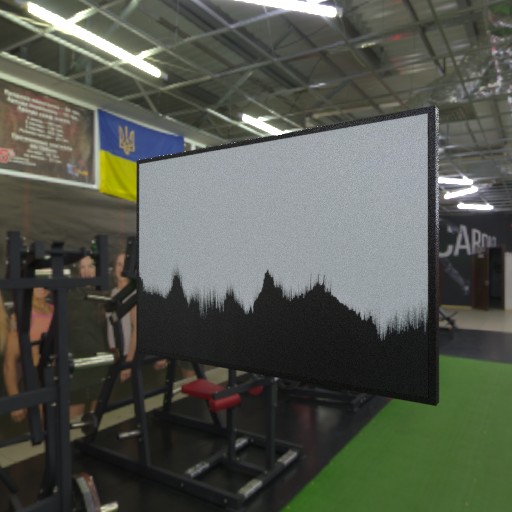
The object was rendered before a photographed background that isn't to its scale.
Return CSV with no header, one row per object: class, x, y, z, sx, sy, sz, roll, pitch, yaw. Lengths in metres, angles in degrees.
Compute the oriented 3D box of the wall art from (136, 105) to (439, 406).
wall art,0.000,0.000,0.851,0.659,0.446,0.022,0,0,34
